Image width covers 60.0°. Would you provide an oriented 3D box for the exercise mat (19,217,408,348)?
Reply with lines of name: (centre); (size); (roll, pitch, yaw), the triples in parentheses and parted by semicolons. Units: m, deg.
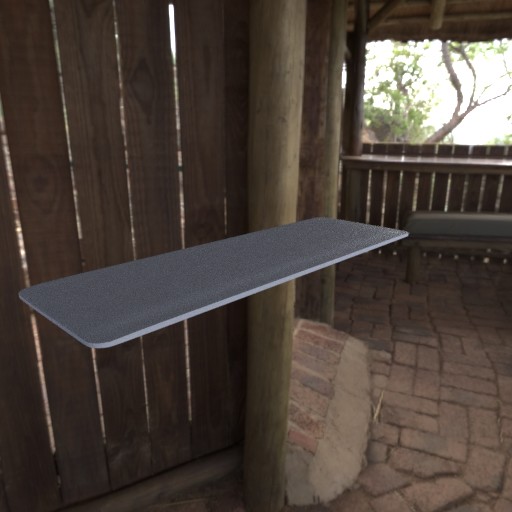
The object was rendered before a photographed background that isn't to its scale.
exercise mat: (0.000, 0.000, 2.047); (0.616, 0.021, 1.884); (16, 23, 42)
